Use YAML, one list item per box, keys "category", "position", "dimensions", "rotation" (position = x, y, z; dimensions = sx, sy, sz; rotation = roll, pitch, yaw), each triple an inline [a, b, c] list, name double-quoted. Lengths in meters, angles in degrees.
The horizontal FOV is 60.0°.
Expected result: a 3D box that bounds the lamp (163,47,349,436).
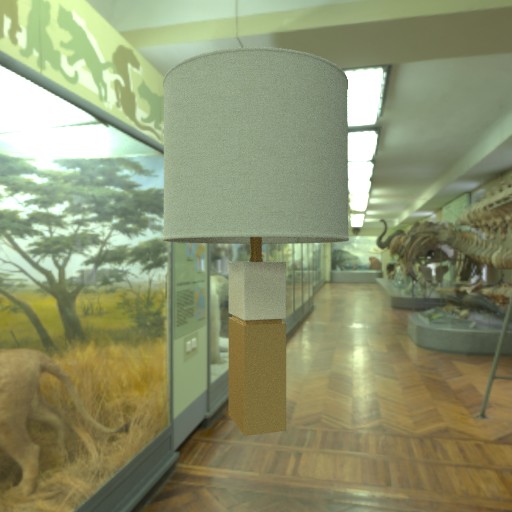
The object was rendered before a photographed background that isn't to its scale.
- category: "lamp"
  position: [0.000, 0.000, 0.556]
  dimensions: [0.229, 0.417, 0.229]
  rotation: [0, 0, -18]
